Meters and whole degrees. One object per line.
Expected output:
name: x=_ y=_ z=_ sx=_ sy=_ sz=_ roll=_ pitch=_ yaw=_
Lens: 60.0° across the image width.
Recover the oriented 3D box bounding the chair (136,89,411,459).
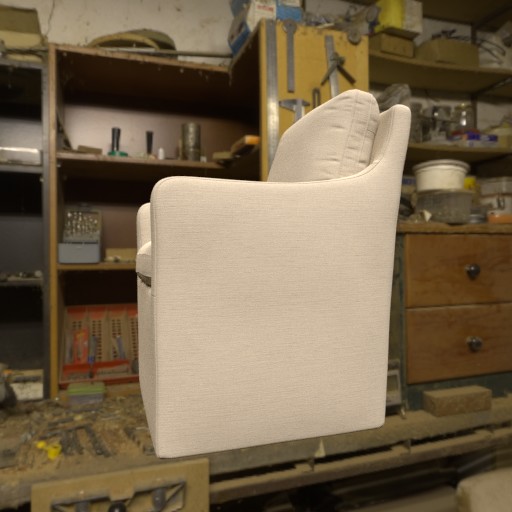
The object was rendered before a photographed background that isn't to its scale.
chair: x=0.000 y=0.000 z=1.352 sx=0.694 sy=0.914 sz=0.626 roll=0 pitch=0 yaw=-18
